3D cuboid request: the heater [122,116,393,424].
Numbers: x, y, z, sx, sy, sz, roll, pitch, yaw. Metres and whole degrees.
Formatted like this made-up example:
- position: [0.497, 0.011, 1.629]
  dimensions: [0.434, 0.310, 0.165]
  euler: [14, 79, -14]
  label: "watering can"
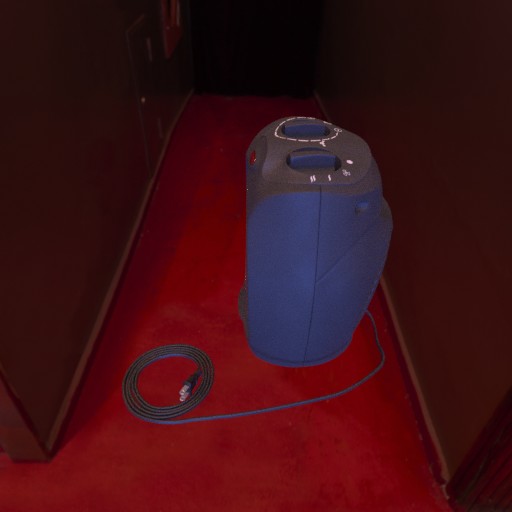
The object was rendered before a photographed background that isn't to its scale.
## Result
- position: [0.000, 0.000, 0.459]
  dimensions: [0.291, 0.240, 0.239]
  euler: [-1, 40, -1]
  label: "heater"
